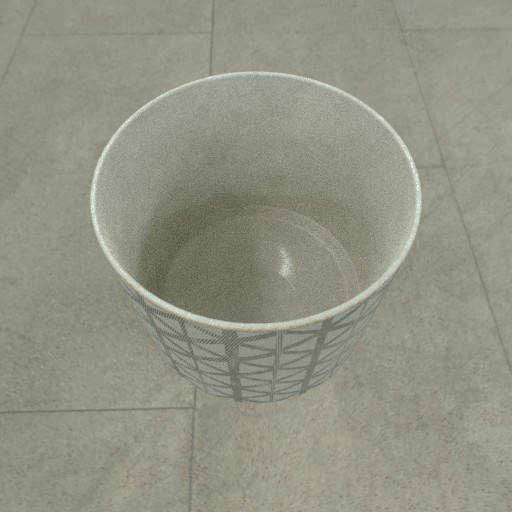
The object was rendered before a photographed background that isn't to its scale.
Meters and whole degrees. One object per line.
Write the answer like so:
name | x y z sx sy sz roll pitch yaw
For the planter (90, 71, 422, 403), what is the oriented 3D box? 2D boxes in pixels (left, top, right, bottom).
planter | 0.000 0.000 0.441 0.250 0.239 0.250 0 59 0
